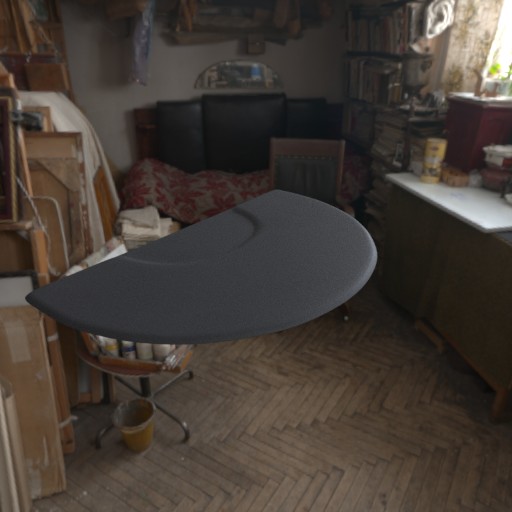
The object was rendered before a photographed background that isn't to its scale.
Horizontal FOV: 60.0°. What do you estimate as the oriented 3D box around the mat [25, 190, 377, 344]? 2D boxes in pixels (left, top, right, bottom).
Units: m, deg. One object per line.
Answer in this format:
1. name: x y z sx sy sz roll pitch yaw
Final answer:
1. mat: 0.000 0.000 1.839 0.917 0.022 1.525 20 33 34
